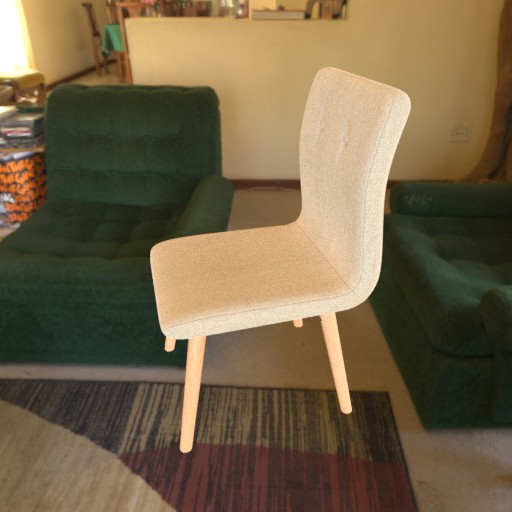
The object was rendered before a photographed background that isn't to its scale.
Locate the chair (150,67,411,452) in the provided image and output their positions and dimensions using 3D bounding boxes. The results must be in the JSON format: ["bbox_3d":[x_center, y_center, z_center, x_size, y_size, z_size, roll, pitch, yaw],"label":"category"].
[{"bbox_3d":[0.000,0.000,1.191,0.550,0.885,0.435,-8,32,-13],"label":"chair"}]
